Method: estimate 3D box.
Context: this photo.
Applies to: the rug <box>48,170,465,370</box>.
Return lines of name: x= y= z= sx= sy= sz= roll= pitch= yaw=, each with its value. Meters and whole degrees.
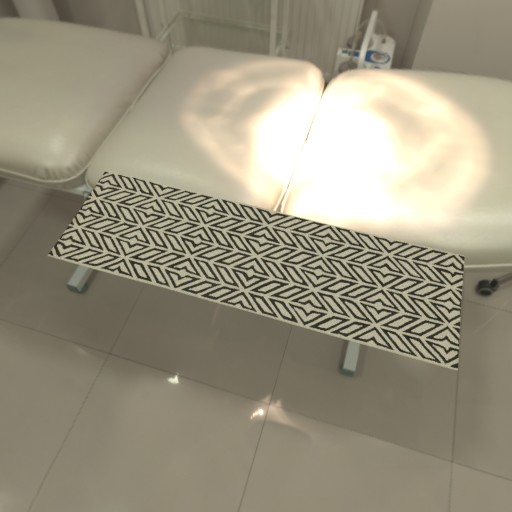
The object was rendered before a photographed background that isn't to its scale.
rug: x=0.000 y=0.000 z=2.707 sx=2.435 sy=0.009 sz=0.750 roll=14 pitch=58 yaw=9
